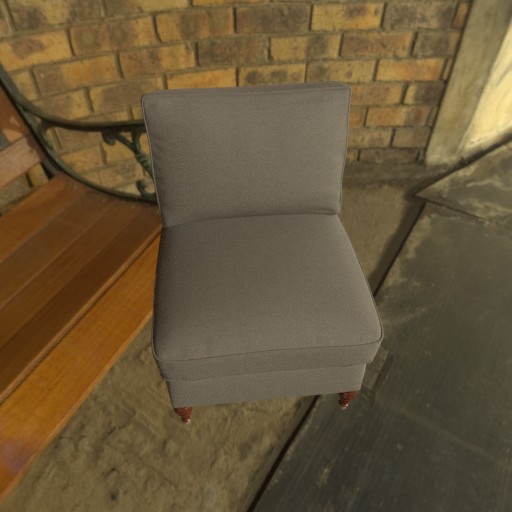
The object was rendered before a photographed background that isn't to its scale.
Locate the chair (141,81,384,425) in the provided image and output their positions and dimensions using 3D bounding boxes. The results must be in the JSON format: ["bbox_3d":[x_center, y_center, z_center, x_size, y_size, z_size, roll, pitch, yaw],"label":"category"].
[{"bbox_3d":[0.000,0.000,1.647,0.724,1.045,0.924,-4,45,-4],"label":"chair"}]
